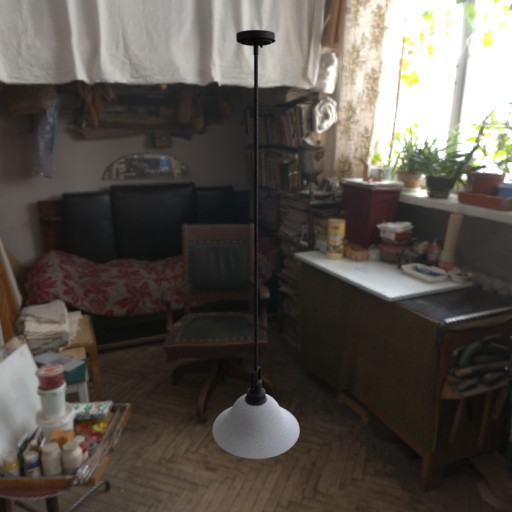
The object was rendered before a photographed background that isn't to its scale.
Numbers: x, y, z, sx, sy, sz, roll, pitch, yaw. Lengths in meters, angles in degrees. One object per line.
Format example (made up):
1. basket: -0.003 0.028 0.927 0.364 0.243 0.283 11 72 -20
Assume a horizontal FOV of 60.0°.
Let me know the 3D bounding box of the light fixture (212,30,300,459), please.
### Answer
1. light fixture: 0.000 0.000 1.468 0.324 1.337 0.324 8 18 26
